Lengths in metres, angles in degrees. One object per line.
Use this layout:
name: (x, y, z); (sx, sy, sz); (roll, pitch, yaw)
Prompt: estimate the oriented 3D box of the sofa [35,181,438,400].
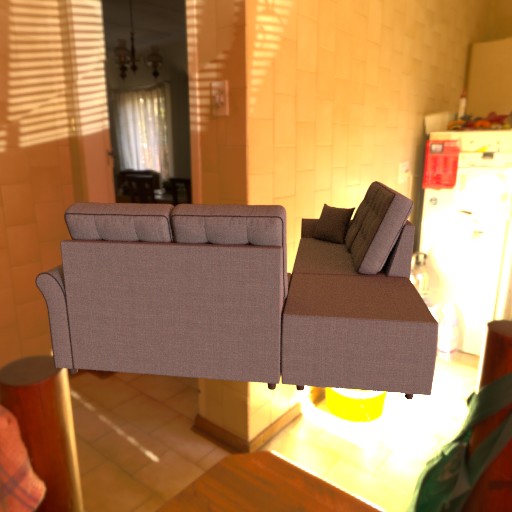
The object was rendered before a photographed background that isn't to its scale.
sofa: (0.000, 0.000, 3.221); (2.070, 0.988, 2.068); (2, 14, 8)
